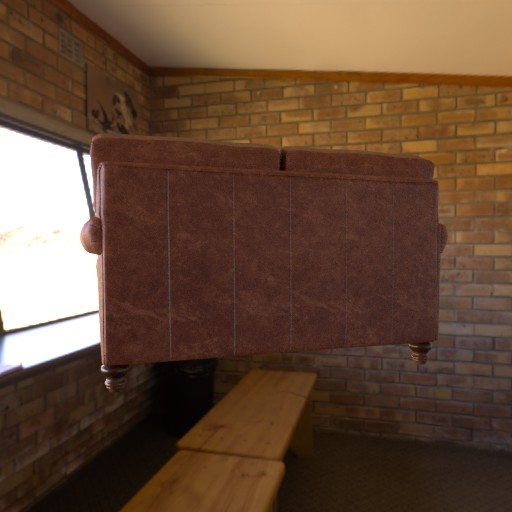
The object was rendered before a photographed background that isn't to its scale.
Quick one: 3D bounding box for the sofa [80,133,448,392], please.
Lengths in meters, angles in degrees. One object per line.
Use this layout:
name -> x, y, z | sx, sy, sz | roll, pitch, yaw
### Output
sofa -> 0.000, 0.000, 2.220 | 1.616, 0.967, 0.990 | 0, 1, -17
